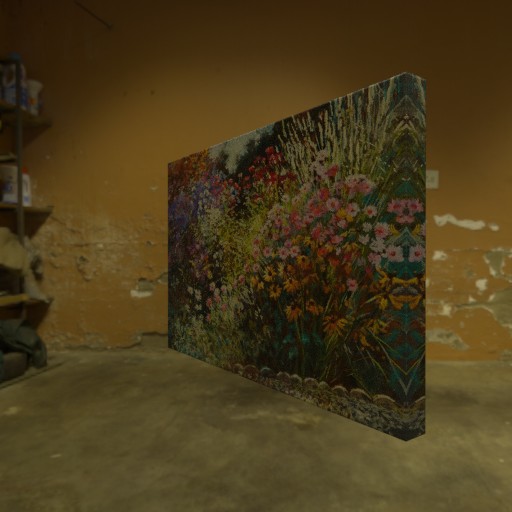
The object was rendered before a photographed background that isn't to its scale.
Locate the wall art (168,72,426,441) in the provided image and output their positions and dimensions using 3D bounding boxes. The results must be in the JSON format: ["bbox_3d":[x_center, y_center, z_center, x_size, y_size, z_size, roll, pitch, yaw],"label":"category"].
[{"bbox_3d":[0.000,0.000,0.744,0.037,0.406,0.610,0,0,-36],"label":"wall art"}]
